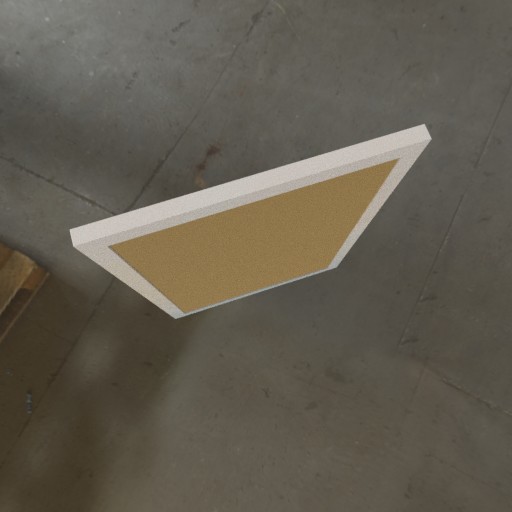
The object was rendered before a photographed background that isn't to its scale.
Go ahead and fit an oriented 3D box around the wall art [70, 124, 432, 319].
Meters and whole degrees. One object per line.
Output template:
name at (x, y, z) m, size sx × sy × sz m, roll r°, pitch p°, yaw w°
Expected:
wall art at (0.000, 0.000, 1.455) m, size 0.764 × 1.143 × 0.038 m, roll -17°, pitch 76°, yaw -5°
